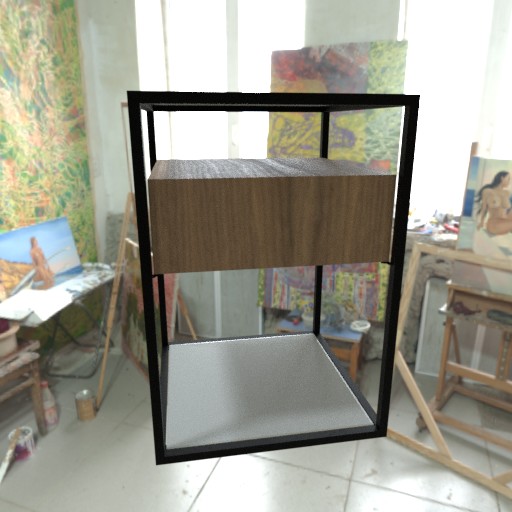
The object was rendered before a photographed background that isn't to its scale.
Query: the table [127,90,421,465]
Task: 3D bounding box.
[{"bbox_3d":[0.000,0.000,0.812,0.378,0.540,0.378,-3,17,-10],"label":"table"}]
